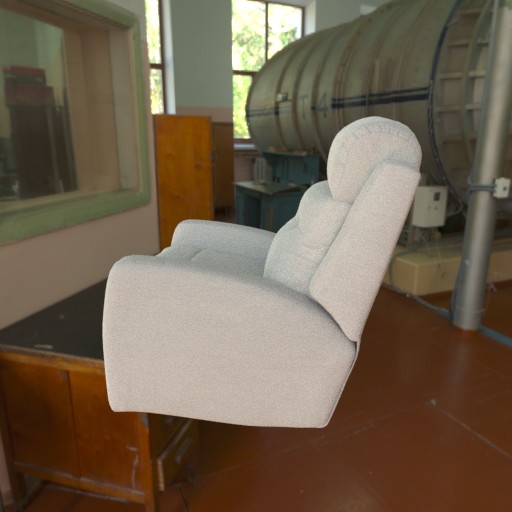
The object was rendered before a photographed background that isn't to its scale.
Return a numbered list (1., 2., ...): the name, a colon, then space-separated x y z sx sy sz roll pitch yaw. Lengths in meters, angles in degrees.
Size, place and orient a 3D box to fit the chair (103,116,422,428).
1. chair: 0.000 0.000 1.708 1.043 1.013 0.798 2 16 8
